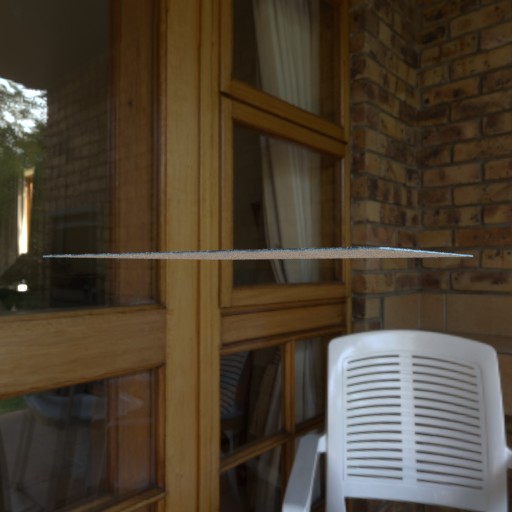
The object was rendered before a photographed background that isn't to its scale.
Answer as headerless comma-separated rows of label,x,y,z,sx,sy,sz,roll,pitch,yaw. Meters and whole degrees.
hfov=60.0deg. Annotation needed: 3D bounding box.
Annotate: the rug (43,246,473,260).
rug,0.000,0.000,2.784,2.207,0.014,1.567,-1,-2,36
